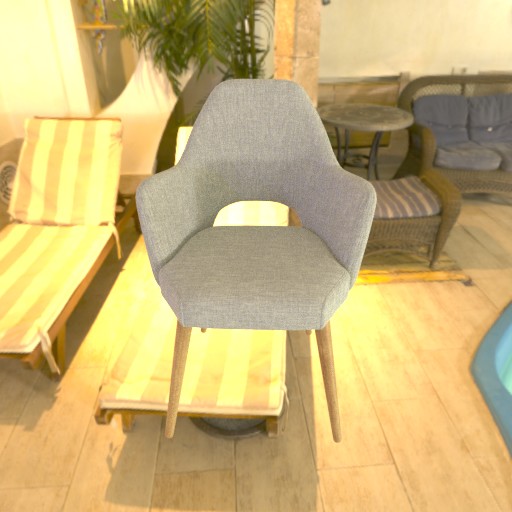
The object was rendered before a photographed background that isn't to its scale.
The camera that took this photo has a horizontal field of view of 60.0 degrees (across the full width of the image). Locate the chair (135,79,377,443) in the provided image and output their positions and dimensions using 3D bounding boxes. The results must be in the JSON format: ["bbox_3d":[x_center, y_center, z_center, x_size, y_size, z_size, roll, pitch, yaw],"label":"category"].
[{"bbox_3d":[0.000,0.000,1.233,0.590,0.840,0.610,1,30,2],"label":"chair"}]
